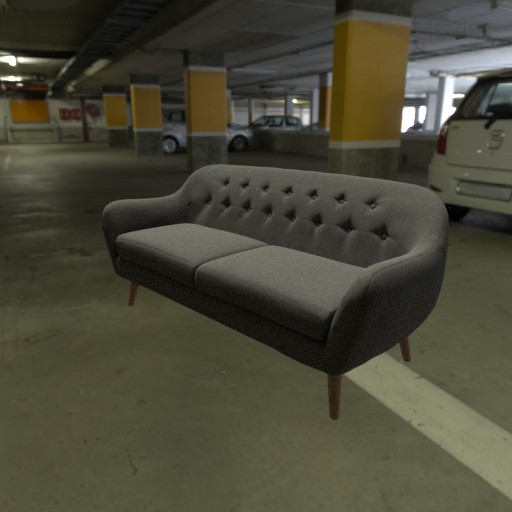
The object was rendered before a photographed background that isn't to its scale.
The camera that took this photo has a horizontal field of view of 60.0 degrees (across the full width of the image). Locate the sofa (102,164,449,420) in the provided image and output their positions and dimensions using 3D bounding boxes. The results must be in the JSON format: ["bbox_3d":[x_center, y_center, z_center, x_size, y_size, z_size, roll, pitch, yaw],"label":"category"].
[{"bbox_3d":[0.000,0.000,2.301,0.820,0.820,1.840,-16,23,-42],"label":"sofa"}]
